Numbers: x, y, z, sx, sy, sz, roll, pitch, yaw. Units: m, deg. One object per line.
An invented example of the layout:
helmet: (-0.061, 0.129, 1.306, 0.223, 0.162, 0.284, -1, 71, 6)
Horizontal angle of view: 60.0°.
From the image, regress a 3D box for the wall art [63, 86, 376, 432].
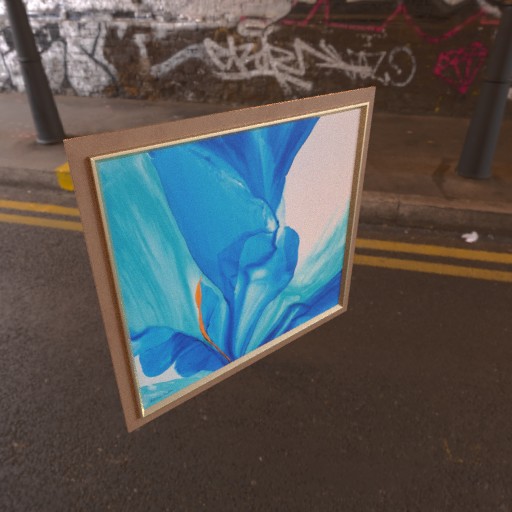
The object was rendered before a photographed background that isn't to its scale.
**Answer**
wall art: (0.000, 0.000, 1.646, 1.168, 1.067, 0.025, -22, 37, -32)
